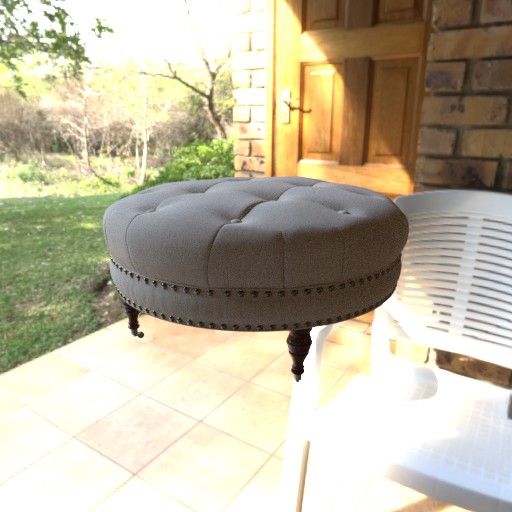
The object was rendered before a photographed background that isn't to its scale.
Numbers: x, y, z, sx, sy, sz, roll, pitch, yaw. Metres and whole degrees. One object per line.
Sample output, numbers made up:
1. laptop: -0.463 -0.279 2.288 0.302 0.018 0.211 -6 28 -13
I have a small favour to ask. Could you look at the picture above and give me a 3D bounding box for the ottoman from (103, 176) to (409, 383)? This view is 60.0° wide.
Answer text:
1. ottoman: 0.000 0.000 1.464 0.940 0.483 0.940 0 17 0
